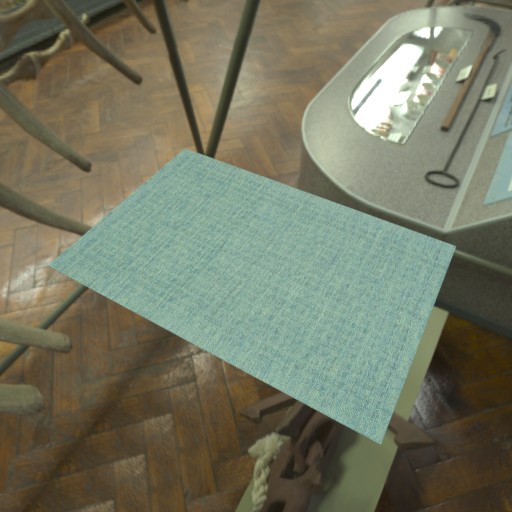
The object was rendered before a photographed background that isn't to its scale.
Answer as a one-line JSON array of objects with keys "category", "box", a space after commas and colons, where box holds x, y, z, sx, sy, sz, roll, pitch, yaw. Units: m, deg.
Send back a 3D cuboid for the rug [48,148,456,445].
[{"category": "rug", "box": [0.000, 0.000, 2.978, 2.286, 0.006, 1.522, 23, 52, 19]}]
